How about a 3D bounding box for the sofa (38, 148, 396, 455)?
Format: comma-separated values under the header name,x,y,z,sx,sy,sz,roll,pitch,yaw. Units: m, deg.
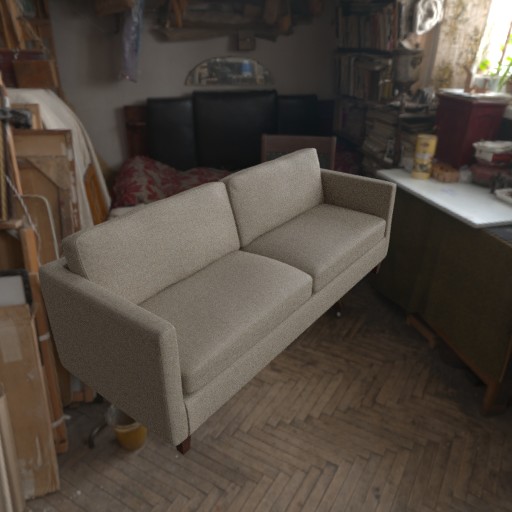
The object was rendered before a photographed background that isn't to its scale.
name,x,y,z,sx,sy,sz,roll,pitch,yaw
sofa,0.000,0.000,2.933,0.951,0.965,2.434,19,33,33
